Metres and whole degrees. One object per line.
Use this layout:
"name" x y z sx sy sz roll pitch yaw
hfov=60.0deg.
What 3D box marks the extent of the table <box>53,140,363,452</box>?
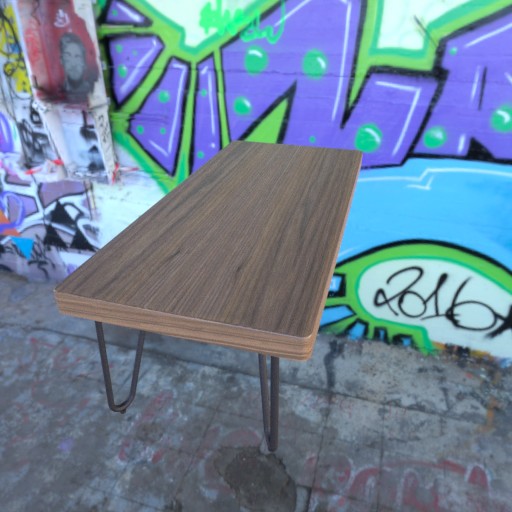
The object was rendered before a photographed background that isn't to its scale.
"table" 0.000 0.000 1.672 0.637 0.468 1.375 8 31 14
